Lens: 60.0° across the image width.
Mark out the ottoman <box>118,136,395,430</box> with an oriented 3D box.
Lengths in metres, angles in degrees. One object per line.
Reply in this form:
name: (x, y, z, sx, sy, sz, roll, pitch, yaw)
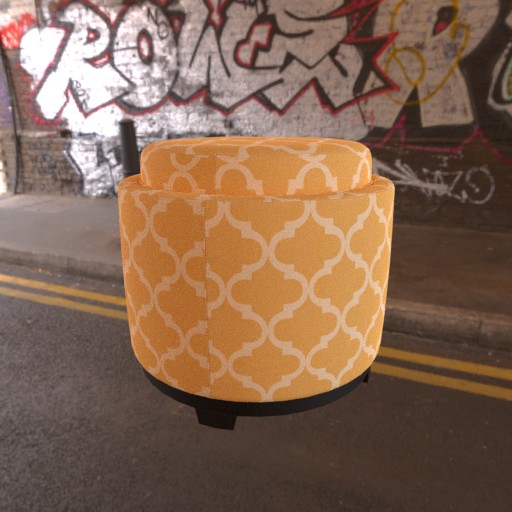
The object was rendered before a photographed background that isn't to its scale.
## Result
ottoman: (0.000, 0.000, 0.831, 0.480, 0.429, 0.480, 0, 17, 0)
